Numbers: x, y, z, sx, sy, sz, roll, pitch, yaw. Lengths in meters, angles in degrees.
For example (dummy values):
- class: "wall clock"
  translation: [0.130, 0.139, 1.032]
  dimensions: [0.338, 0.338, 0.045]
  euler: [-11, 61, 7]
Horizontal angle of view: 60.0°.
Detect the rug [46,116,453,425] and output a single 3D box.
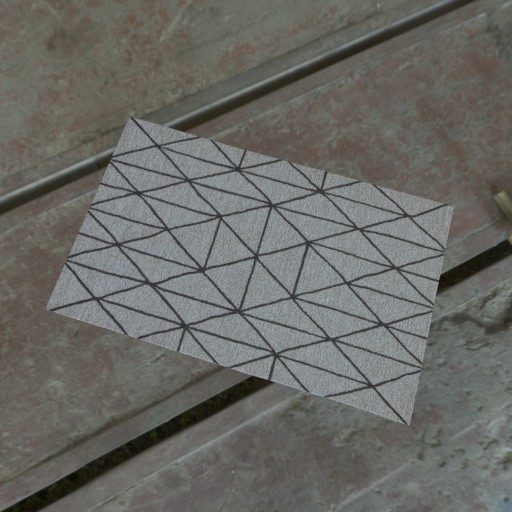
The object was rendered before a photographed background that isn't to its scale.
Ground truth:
- class: "rug"
  translation: [0.000, 0.000, 3.047]
  dimensions: [2.465, 0.008, 1.526]
  euler: [17, 75, 5]
